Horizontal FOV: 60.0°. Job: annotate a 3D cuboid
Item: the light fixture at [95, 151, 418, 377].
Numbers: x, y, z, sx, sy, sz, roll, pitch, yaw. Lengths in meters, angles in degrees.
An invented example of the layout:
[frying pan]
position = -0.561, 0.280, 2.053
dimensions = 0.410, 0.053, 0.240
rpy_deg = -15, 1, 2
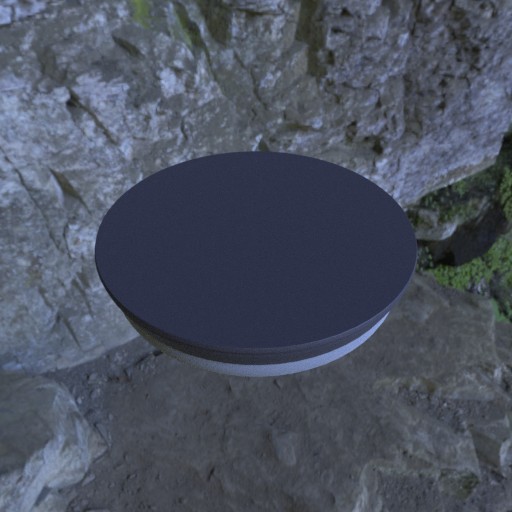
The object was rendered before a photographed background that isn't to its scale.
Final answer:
[light fixture]
position = 0.000, 0.000, 0.554
dimensions = 0.368, 0.100, 0.368
rpy_deg = 0, 40, 0
